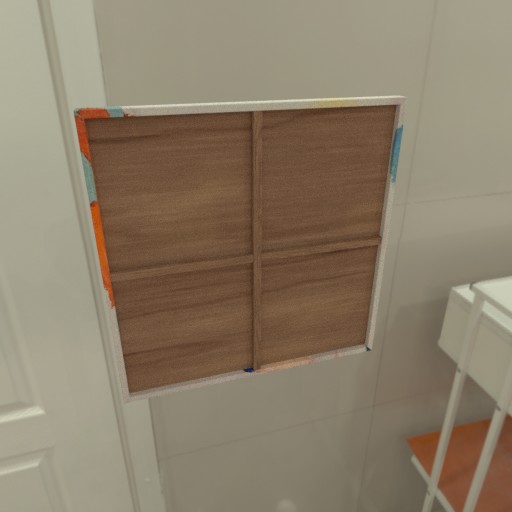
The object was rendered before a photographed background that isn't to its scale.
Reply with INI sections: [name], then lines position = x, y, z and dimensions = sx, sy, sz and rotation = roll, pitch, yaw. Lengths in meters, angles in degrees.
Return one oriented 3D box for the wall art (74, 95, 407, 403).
[wall art]
position = 0.000, 0.000, 1.231
dimensions = 0.814, 0.814, 0.037
rotation = -8, 27, -16
